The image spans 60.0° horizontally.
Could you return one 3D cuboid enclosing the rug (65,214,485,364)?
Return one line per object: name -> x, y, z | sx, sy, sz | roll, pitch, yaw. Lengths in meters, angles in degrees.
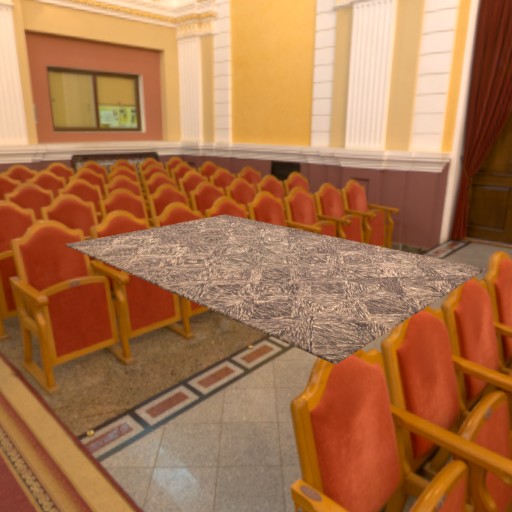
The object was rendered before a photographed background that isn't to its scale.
rug -> 0.000, 0.000, 2.249 | 1.808, 0.011, 1.189 | 16, 23, 42
